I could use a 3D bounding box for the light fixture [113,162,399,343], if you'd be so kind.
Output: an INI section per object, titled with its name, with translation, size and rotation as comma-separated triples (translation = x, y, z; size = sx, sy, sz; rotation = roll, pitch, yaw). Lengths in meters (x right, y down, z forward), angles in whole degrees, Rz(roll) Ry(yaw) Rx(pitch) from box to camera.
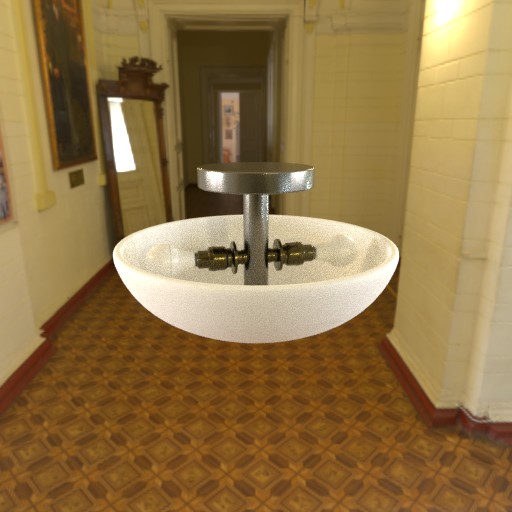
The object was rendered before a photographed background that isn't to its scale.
[light fixture]
translation = 0.000, 0.000, 0.539
size = 0.330, 0.214, 0.330
rotation = 0, 16, 0
